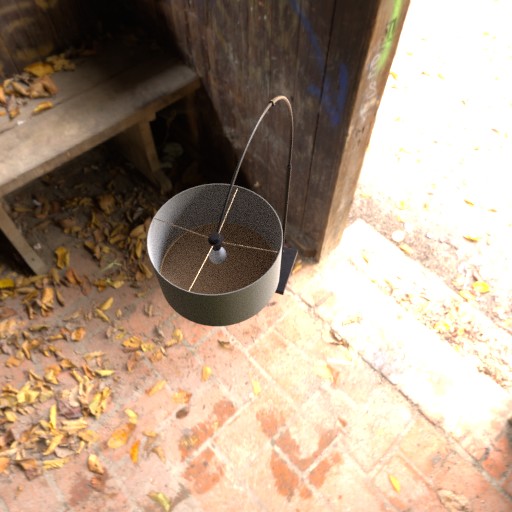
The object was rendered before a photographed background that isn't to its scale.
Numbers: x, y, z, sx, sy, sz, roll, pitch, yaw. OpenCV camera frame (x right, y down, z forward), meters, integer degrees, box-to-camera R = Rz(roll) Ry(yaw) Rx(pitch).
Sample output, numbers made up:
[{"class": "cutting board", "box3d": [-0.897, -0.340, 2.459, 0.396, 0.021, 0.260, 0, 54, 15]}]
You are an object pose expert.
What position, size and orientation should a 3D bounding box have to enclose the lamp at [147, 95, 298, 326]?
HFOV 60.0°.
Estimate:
[{"class": "lamp", "box3d": [0.000, 0.000, 2.559, 0.493, 1.927, 1.424, 16, 59, 10]}]
